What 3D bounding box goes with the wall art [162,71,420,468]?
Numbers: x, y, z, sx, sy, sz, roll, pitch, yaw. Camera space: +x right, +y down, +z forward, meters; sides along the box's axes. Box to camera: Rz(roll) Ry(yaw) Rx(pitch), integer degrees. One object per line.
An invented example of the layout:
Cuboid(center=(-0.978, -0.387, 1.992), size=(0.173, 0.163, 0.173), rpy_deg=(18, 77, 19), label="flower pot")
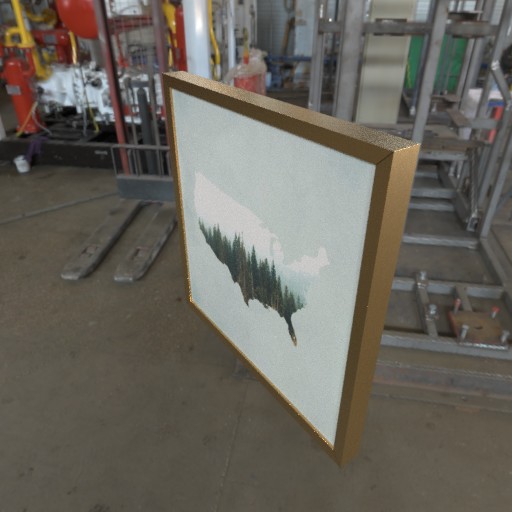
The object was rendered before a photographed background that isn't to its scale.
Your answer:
Cuboid(center=(0.000, 0.000, 0.743), size=(0.040, 0.509, 0.509), rpy_deg=(-21, 38, -30), label="wall art")
